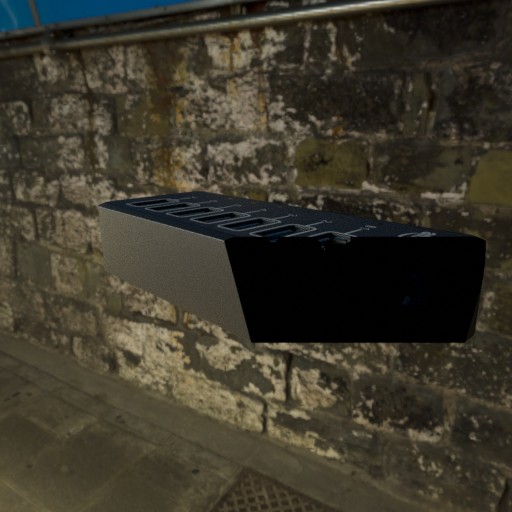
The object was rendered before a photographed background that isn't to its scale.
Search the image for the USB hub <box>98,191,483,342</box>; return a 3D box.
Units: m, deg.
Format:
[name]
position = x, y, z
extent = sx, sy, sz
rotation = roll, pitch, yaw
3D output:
[USB hub]
position = 0.000, 0.000, 0.126
extent = 0.044, 0.023, 0.110
rotation = -15, 22, -42
